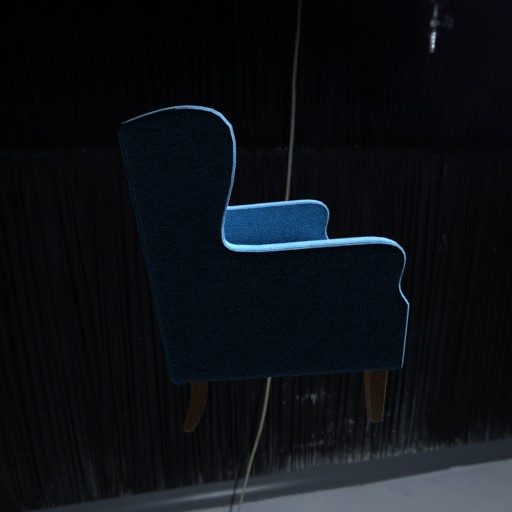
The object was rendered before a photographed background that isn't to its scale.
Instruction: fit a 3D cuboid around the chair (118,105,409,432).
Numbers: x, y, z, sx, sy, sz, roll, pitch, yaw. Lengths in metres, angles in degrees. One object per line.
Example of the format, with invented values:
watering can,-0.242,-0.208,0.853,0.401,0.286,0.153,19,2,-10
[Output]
chair,0.000,0.000,1.519,0.775,0.952,0.711,-3,17,-9
